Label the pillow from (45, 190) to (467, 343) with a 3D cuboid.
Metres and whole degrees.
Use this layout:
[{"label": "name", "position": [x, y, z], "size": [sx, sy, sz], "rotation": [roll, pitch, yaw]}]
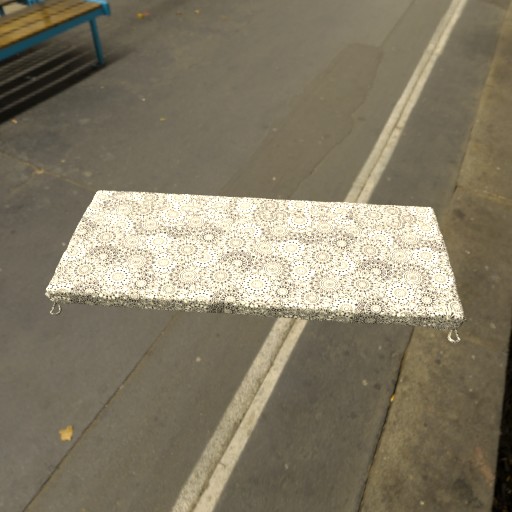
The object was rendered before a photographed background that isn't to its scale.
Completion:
[{"label": "pillow", "position": [0.000, 0.000, 1.353], "size": [1.187, 0.081, 0.492], "rotation": [3, 46, 3]}]
